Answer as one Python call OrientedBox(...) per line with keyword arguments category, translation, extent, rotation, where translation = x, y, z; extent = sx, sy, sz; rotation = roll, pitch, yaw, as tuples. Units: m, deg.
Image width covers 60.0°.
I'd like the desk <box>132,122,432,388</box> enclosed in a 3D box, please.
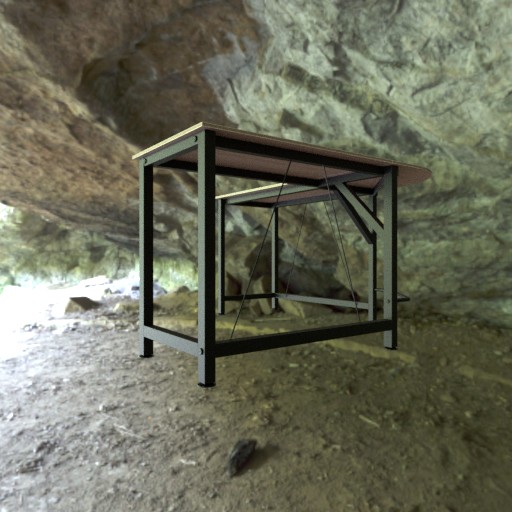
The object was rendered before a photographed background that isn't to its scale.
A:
OrientedBox(category="desk", translation=(0.000, 0.000, 2.231), extent=(1.400, 0.762, 1.400), rotation=(0, 0, -36))
